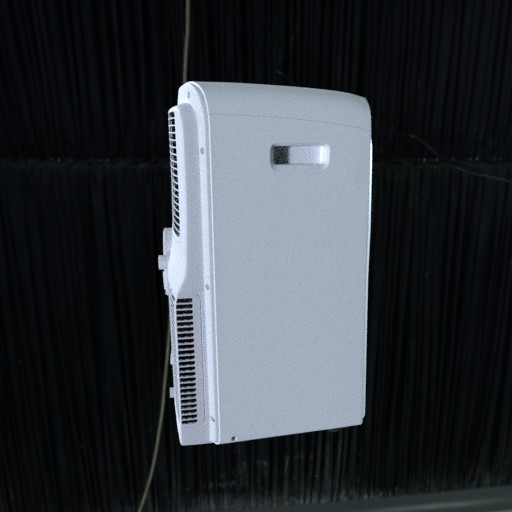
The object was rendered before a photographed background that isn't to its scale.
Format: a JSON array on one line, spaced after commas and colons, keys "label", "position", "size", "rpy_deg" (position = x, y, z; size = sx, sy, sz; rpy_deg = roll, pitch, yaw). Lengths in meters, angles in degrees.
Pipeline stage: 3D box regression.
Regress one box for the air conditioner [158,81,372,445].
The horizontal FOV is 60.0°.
[{"label": "air conditioner", "position": [0.000, 0.000, 1.085], "size": [0.467, 0.765, 0.478], "rpy_deg": [-3, 16, -9]}]
